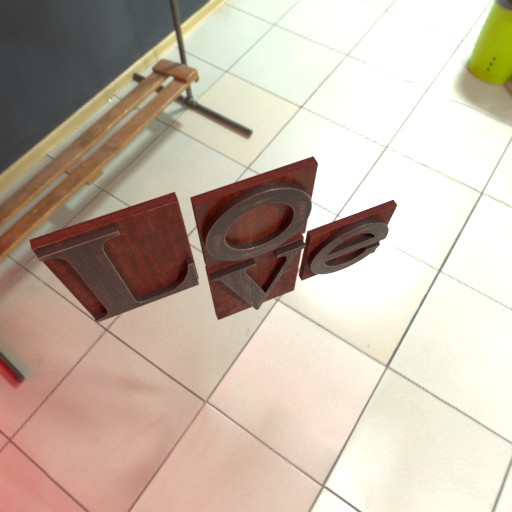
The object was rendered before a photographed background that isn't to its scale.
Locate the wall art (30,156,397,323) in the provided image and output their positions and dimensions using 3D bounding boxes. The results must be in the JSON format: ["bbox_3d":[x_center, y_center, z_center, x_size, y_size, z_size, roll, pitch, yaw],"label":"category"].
[{"bbox_3d":[0.000,0.000,0.853,0.635,0.497,0.030,-20,64,-11],"label":"wall art"}]
